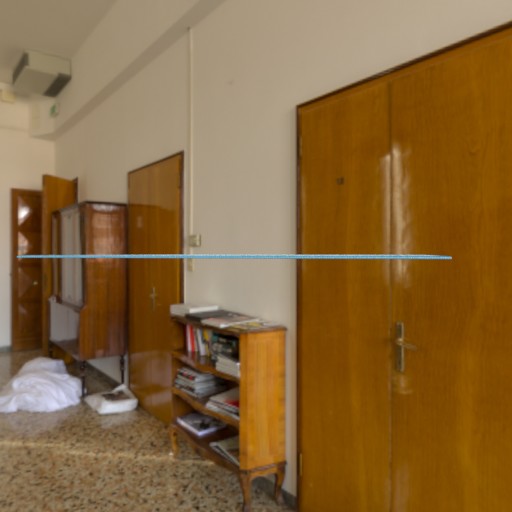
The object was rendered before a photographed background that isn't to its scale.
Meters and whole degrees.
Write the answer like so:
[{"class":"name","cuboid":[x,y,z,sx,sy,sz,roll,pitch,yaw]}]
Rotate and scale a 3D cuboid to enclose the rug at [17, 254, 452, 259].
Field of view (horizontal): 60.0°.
[{"class":"rug","cuboid":[0.000,0.000,3.939,2.964,0.018,2.350,0,0,18]}]
